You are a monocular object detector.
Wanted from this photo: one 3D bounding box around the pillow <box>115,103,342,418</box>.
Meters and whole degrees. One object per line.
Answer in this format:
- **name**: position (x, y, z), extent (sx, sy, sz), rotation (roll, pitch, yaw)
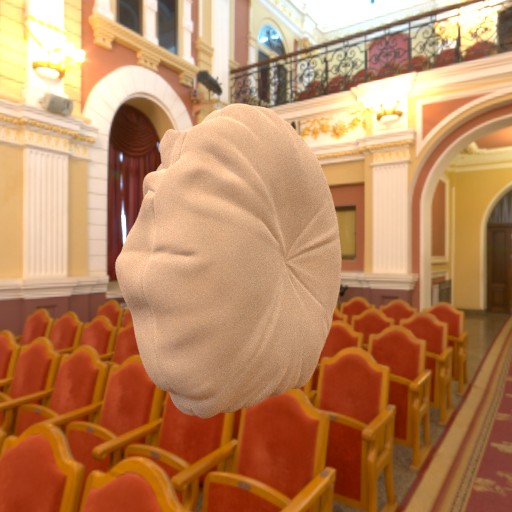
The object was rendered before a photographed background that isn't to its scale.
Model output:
- **pillow**: position (0.000, 0.000, 0.630), extent (0.148, 0.407, 0.428), rotation (0, 0, 34)
